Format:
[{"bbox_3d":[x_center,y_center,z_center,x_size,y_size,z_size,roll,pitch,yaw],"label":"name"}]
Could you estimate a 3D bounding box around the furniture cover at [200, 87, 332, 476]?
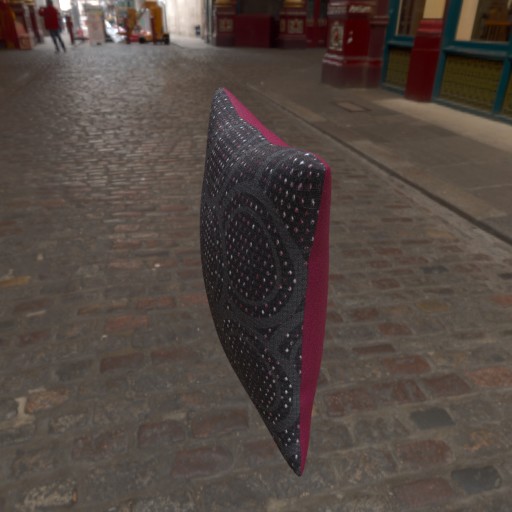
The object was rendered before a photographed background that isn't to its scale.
[{"bbox_3d":[0.000,0.000,0.809,0.193,0.509,0.552,-8,30,-13],"label":"furniture cover"}]
